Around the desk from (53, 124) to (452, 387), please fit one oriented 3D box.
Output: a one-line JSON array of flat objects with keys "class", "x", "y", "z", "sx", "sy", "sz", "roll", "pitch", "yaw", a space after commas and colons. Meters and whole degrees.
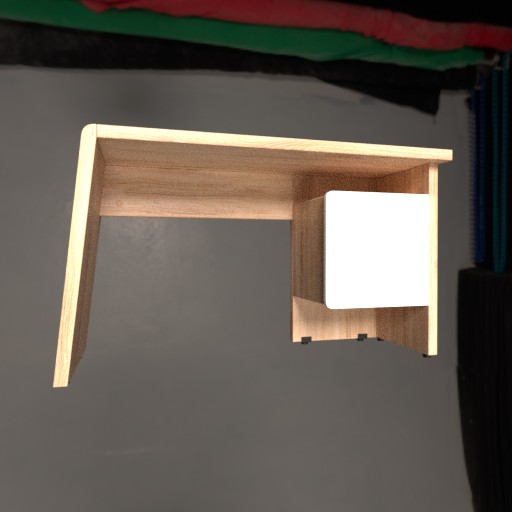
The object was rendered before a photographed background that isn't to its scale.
[{"class": "desk", "x": 0.000, "y": 0.000, "z": 1.634, "sx": 1.300, "sy": 0.750, "sz": 0.500, "roll": 0, "pitch": 1, "yaw": -15}]
